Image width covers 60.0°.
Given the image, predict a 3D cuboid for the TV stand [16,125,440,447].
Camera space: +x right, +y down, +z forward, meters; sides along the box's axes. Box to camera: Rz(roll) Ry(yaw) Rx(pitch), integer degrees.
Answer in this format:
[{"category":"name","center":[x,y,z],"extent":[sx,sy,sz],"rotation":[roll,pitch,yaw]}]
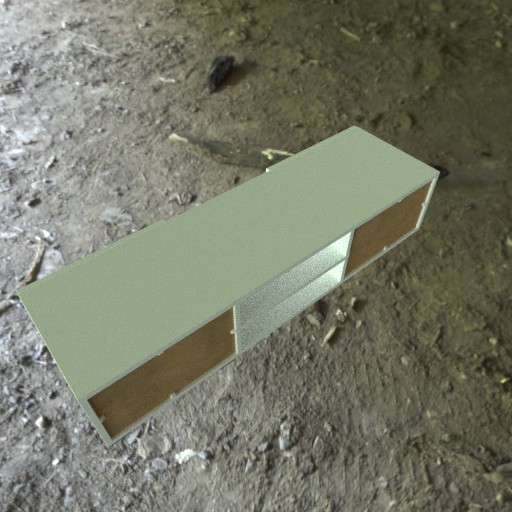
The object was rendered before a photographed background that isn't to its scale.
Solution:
[{"category":"TV stand","center":[0.000,0.000,1.549],"extent":[1.400,0.310,0.420],"rotation":[-31,54,-26]}]
